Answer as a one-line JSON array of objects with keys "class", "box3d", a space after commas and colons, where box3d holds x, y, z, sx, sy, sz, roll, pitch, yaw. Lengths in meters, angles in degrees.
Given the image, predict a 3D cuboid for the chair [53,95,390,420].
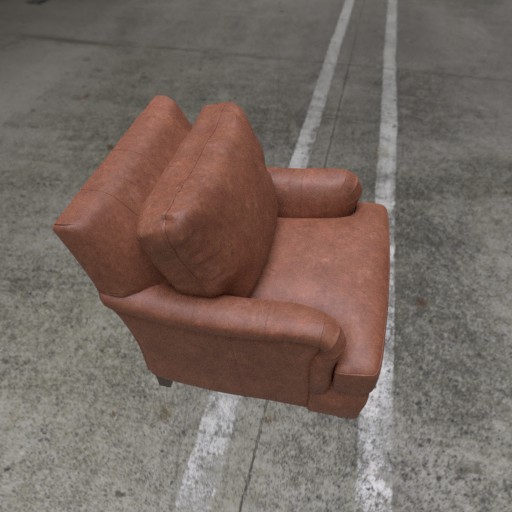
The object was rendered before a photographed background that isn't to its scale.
[{"class": "chair", "box3d": [0.000, 0.000, 1.946, 1.158, 1.055, 0.986, 10, 48, 9]}]
